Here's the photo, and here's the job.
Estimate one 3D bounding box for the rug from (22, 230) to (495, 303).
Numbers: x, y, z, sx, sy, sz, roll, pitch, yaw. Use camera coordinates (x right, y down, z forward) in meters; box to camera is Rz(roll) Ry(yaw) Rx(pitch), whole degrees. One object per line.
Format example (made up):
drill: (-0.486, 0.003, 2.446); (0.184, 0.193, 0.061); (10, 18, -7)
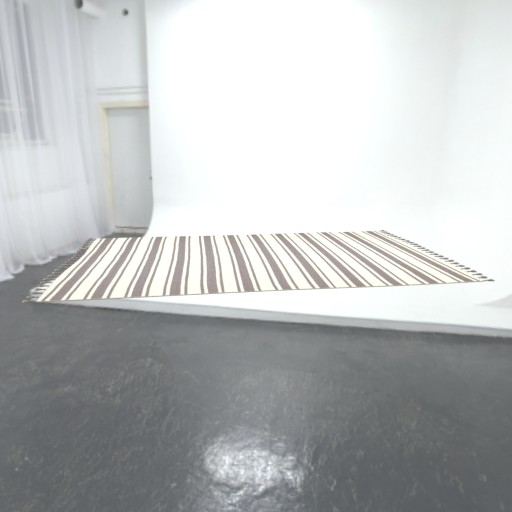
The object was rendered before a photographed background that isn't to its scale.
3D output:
rug: (0.000, 0.000, 2.505); (2.096, 0.011, 1.229); (-2, 15, -8)
